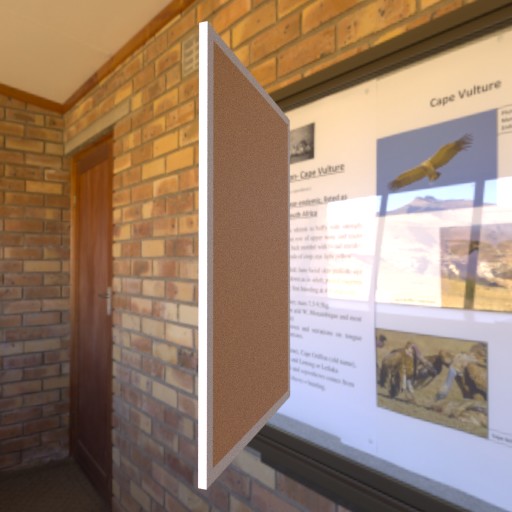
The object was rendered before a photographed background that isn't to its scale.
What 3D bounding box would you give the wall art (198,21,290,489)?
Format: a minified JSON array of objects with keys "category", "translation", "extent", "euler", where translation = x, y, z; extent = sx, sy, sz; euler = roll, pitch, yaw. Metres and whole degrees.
[{"category":"wall art","translation":[0.000,0.000,0.838],"extent":[0.013,0.656,0.456],"euler":[0,-1,19]}]
